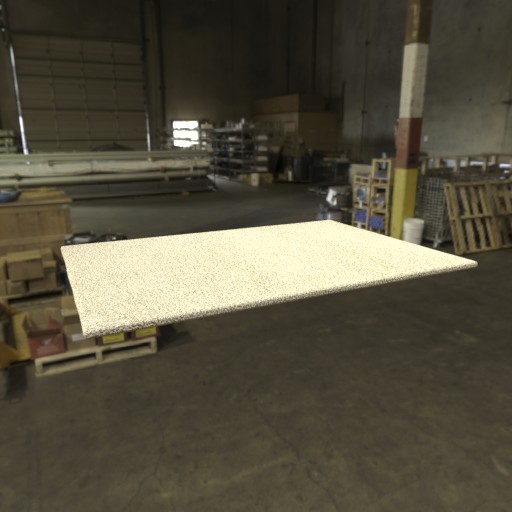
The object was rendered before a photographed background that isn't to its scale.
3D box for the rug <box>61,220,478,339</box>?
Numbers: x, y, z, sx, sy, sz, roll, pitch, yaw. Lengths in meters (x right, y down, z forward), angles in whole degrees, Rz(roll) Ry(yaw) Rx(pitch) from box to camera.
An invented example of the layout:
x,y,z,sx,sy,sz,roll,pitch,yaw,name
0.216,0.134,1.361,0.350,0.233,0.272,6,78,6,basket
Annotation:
x,y,z,sx,sy,sz,roll,pitch,yaw,name
0.000,0.000,2.269,1.778,0.030,1.219,-7,17,-25,rug
